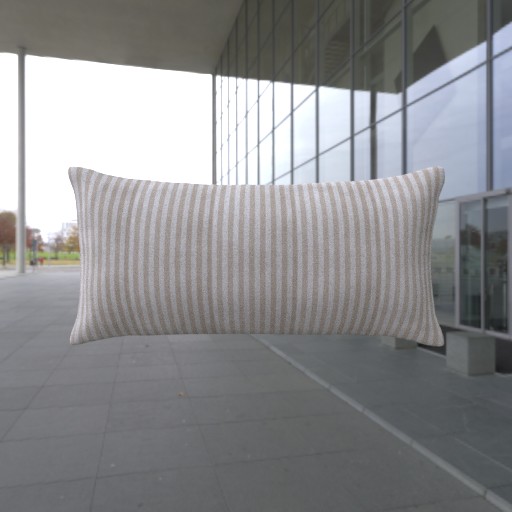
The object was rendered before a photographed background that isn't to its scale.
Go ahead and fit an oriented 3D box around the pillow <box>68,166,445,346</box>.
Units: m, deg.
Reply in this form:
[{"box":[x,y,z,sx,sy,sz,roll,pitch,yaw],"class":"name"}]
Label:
[{"box":[0.000,0.000,0.728,0.617,0.295,0.151,0,0,0],"class":"pillow"}]
